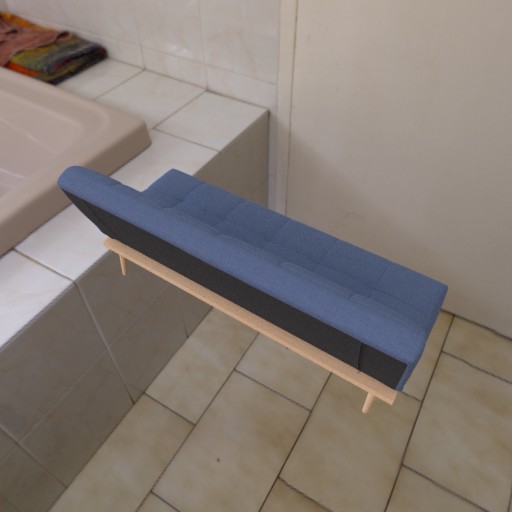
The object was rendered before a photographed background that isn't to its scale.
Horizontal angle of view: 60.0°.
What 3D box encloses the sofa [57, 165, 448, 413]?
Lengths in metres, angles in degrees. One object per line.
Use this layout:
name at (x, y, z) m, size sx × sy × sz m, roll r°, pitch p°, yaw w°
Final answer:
sofa at (0.000, 0.000, 2.267) m, size 1.800 × 0.800 × 0.796 m, roll 26°, pitch 52°, yaw 22°
